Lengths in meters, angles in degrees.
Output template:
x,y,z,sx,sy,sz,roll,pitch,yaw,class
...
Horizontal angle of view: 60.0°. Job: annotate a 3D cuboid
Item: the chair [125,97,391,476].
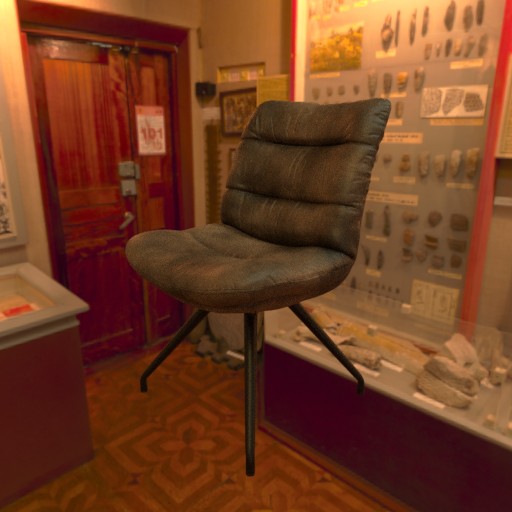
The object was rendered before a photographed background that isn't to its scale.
x,y,z,sx,sy,sz,roll,pitch,yaw,class
0.000,0.000,1.261,0.622,0.870,0.549,-15,22,-42,chair
